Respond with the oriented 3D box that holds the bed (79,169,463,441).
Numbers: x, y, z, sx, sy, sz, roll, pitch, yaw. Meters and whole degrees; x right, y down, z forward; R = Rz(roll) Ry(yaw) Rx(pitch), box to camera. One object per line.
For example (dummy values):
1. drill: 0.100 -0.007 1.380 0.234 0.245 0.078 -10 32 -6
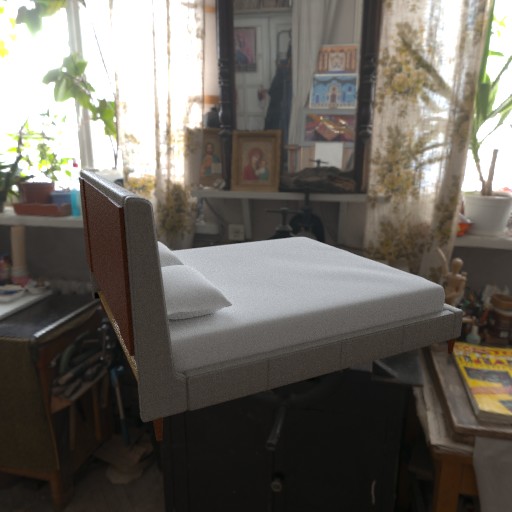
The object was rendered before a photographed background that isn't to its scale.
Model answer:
1. bed: 0.000 0.000 3.505 2.342 1.289 2.062 -7 16 -25
